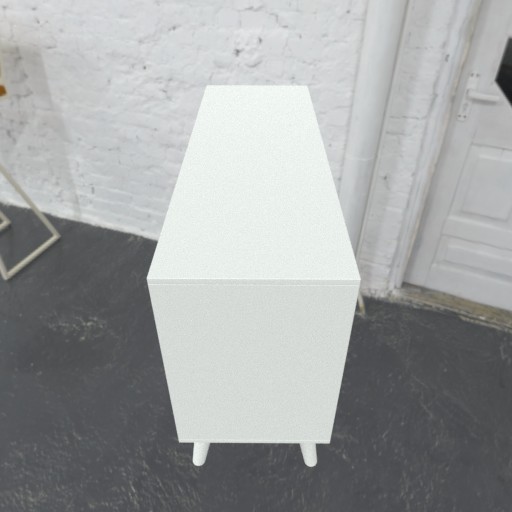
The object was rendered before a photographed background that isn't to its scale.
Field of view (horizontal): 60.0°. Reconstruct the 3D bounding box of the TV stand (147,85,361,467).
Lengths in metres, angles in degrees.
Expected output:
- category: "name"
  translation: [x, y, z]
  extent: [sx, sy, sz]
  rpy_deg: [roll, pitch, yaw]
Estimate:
- category: "TV stand"
  translation: [0.000, 0.000, 1.558]
  extent: [0.406, 0.812, 1.193]
  rpy_deg: [0, 38, 0]
